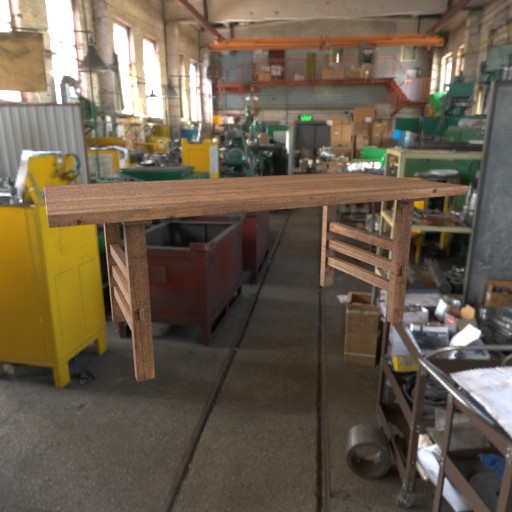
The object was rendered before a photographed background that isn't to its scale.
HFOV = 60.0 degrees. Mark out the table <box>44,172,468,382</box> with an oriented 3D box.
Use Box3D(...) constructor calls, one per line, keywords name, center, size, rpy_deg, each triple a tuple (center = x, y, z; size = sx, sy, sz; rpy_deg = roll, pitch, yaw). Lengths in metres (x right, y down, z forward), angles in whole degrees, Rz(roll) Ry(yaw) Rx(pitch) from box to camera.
Box3D(name="table", center=(0.000, 0.000, 2.415), size=(2.003, 0.760, 0.952), rpy_deg=(-7, 17, -24))
